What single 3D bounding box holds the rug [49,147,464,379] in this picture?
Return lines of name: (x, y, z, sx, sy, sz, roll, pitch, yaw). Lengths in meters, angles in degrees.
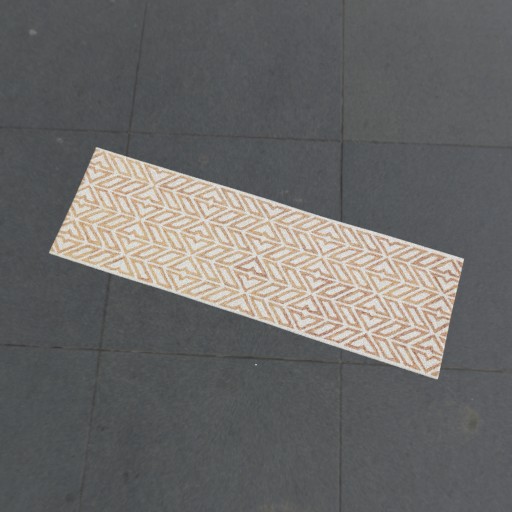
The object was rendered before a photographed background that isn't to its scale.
rug: (0.000, 0.000, 2.721, 2.435, 0.009, 0.750, 17, 77, 4)
